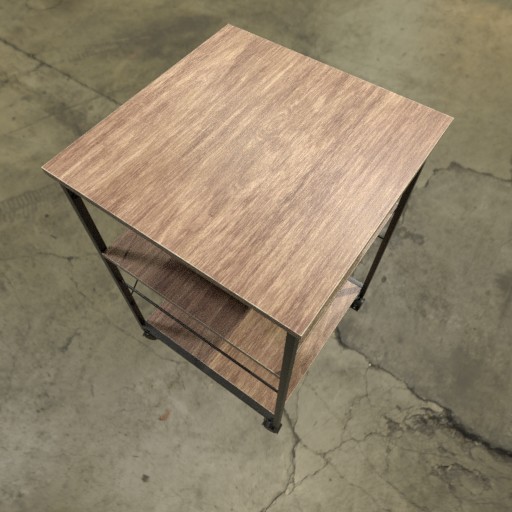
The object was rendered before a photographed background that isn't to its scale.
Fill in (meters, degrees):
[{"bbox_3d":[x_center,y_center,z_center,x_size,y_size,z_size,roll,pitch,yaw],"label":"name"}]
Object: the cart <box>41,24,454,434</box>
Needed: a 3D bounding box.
[{"bbox_3d":[0.000,0.000,1.103,0.520,0.762,0.521,31,63,18],"label":"cart"}]
